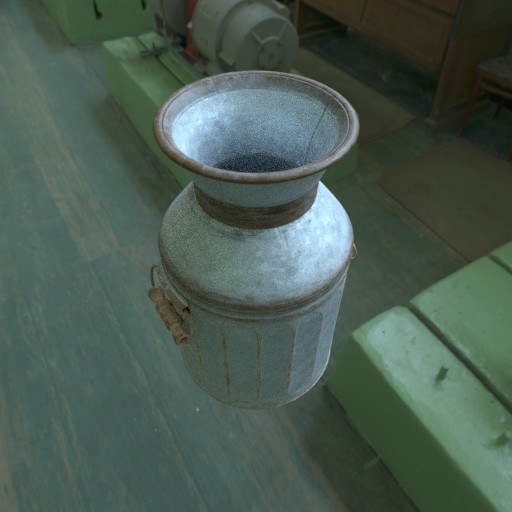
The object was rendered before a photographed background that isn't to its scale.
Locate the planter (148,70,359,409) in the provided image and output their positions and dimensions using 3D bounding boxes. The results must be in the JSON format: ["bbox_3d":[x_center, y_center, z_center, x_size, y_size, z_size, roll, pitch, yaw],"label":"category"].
[{"bbox_3d":[0.000,0.000,0.514,0.248,0.358,0.215,-25,52,-21],"label":"planter"}]
